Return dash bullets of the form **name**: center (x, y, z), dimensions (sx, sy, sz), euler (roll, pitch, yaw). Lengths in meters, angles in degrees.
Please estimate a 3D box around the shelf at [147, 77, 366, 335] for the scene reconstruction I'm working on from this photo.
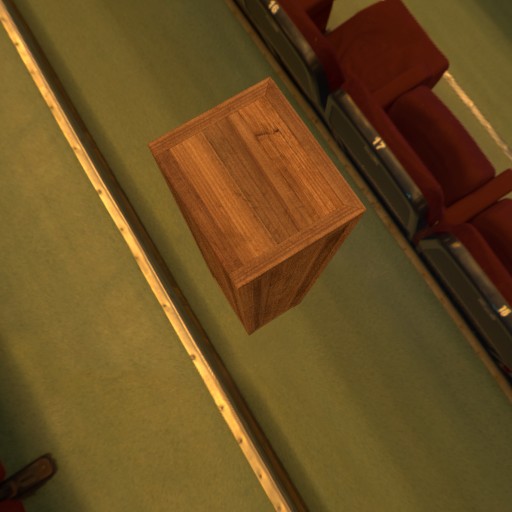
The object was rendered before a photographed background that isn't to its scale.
- **shelf**: center (0.000, 0.000, 2.174), dimensions (0.428, 1.900, 0.500), euler (-31, 78, -7)
